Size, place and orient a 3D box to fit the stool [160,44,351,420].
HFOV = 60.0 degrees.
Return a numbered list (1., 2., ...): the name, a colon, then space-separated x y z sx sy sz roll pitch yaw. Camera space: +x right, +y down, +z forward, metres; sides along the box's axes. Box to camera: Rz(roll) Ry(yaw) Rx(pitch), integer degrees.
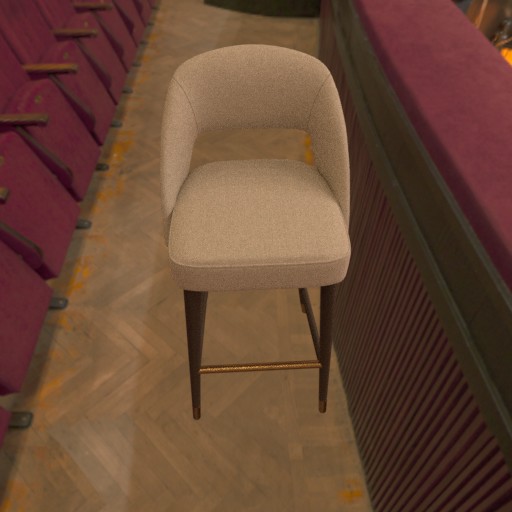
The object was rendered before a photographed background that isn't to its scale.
1. stool: 0.000 0.000 1.322 0.494 1.037 0.509 -2 45 -2
